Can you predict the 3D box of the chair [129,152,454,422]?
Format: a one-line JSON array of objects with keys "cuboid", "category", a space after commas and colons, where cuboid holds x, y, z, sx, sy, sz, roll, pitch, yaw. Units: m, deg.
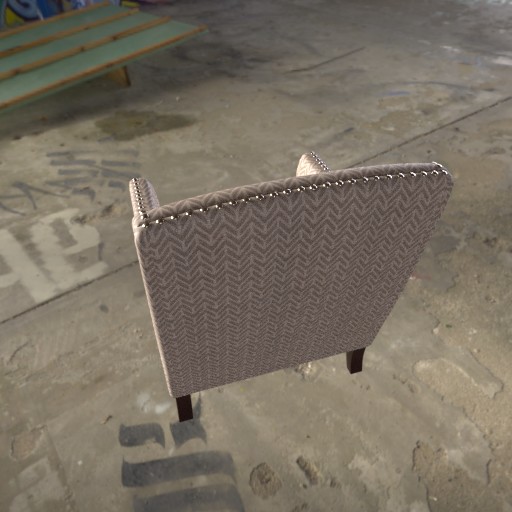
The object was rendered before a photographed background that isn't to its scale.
[{"cuboid": [0.000, 0.000, 1.267, 0.623, 0.816, 0.651, -11, 42, -13], "category": "chair"}]
